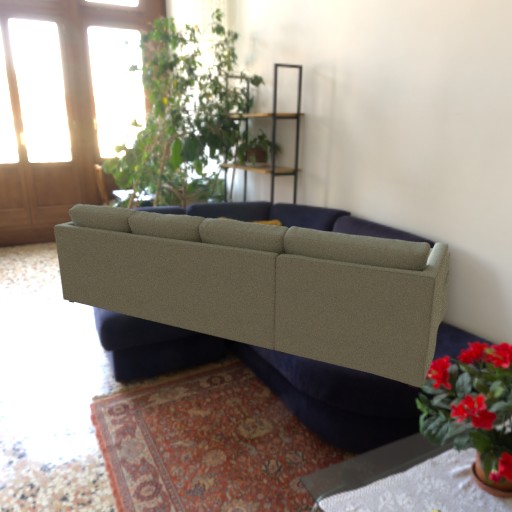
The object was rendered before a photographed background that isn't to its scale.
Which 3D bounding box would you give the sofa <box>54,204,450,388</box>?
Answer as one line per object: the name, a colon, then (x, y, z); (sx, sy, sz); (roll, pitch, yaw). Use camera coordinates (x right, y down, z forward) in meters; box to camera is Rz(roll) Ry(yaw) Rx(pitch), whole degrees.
sofa: (0.000, 0.000, 3.995); (3.205, 0.922, 1.650); (8, 18, 26)
